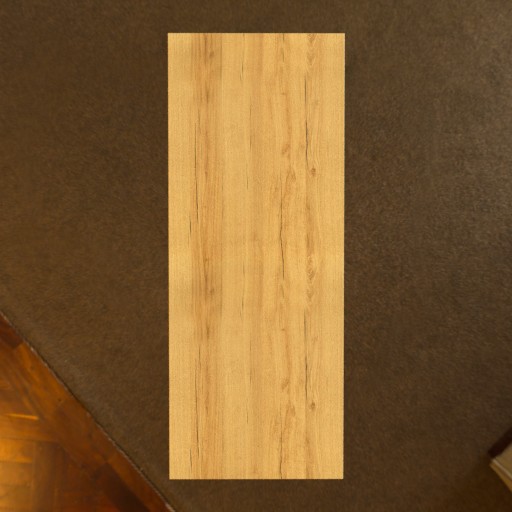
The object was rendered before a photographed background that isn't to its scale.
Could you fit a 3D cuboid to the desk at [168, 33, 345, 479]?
[{"bbox_3d":[0.000,0.000,1.772,0.550,0.760,1.400,0,91,0],"label":"desk"}]
